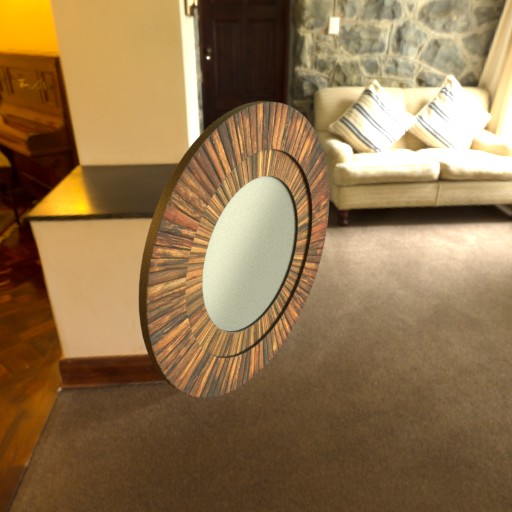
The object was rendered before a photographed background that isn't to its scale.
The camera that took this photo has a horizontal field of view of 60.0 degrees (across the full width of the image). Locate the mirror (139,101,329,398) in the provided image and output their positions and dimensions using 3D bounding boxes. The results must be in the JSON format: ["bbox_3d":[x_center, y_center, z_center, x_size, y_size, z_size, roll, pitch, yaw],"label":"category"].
[{"bbox_3d":[0.000,0.000,1.632,0.036,1.077,1.077,18,32,31],"label":"mirror"}]
